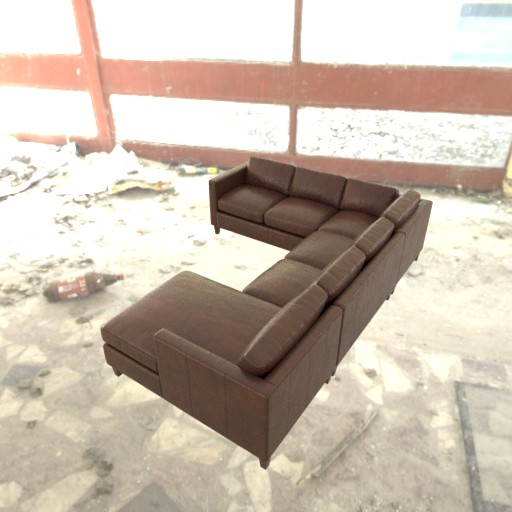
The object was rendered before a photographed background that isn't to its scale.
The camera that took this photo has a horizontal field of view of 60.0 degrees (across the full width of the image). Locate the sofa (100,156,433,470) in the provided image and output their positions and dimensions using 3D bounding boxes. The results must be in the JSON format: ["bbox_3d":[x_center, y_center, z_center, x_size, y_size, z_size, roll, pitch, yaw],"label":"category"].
[{"bbox_3d":[0.000,0.000,4.435,2.452,0.891,3.324,20,36,29],"label":"sofa"}]
